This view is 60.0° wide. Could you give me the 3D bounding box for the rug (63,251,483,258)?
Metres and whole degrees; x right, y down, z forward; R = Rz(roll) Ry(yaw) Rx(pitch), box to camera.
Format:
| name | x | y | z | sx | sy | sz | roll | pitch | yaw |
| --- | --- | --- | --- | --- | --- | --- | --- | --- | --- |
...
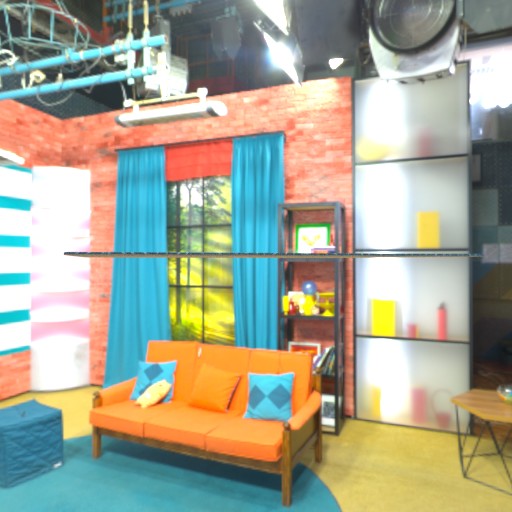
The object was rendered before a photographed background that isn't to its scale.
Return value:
| name | x | y | z | sx | sy | sz | roll | pitch | yaw |
| --- | --- | --- | --- | --- | --- | --- | --- | --- | --- |
| rug | 0.000 | 0.000 | 2.858 | 2.144 | 0.015 | 1.543 | 0 | -1 | -18 |
